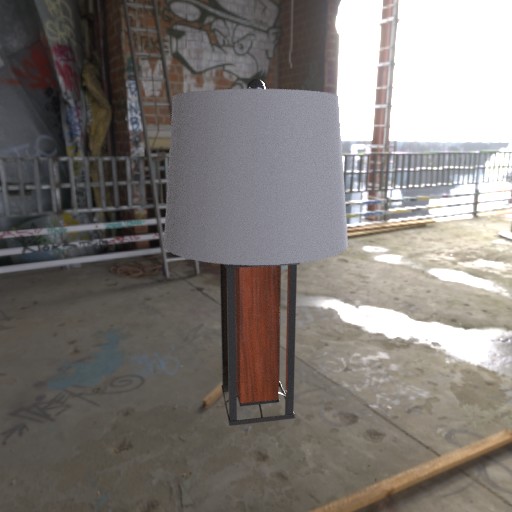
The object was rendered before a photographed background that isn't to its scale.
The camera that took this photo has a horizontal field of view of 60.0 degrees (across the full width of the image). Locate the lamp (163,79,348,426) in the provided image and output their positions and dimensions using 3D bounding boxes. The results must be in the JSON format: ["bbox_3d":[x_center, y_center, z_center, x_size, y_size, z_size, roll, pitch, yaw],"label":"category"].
[{"bbox_3d":[0.000,0.000,0.790,0.320,0.591,0.320,0,14,0],"label":"lamp"}]
